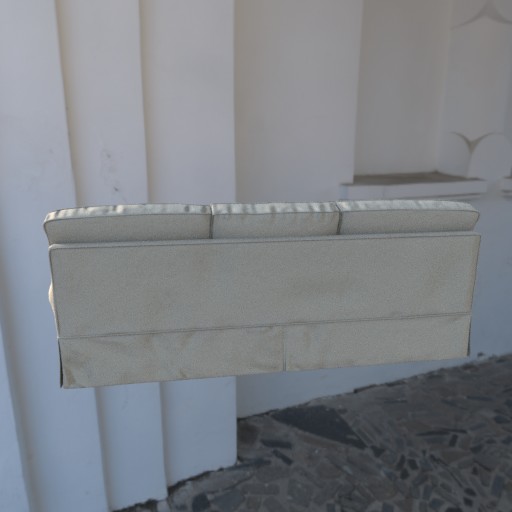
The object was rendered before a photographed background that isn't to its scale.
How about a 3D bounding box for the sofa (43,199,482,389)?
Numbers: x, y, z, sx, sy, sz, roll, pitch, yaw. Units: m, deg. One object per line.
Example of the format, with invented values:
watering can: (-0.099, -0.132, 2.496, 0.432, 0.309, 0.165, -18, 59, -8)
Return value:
sofa: (0.000, 0.000, 3.262, 2.475, 0.978, 1.733, -2, 14, -9)
